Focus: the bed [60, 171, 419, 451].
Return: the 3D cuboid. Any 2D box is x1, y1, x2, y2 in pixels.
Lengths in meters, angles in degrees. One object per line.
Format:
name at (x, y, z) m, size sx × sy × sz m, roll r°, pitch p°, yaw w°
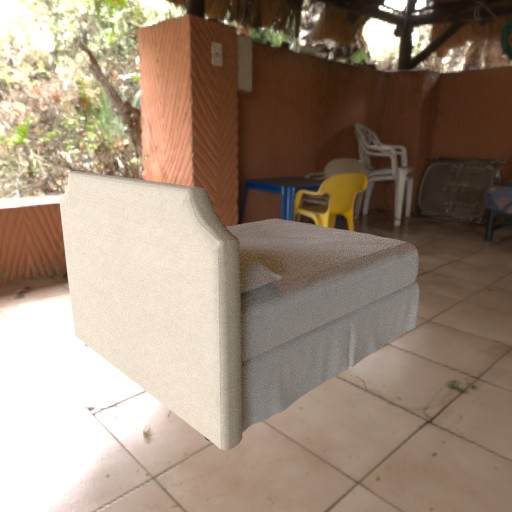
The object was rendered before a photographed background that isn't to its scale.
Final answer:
bed at (0.000, 0.000, 3.337) m, size 2.164 × 1.297 × 1.828 m, roll -14°, pitch 21°, yaw -42°
